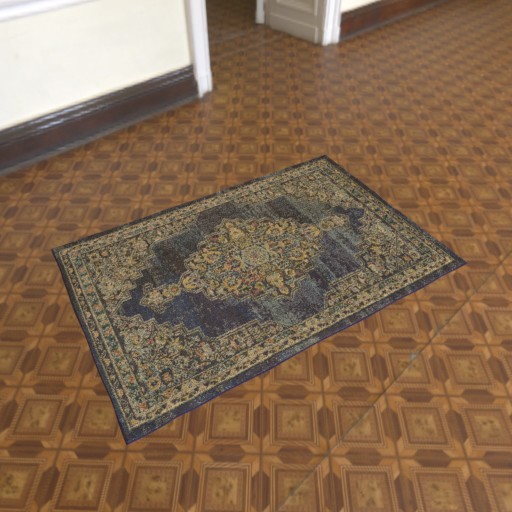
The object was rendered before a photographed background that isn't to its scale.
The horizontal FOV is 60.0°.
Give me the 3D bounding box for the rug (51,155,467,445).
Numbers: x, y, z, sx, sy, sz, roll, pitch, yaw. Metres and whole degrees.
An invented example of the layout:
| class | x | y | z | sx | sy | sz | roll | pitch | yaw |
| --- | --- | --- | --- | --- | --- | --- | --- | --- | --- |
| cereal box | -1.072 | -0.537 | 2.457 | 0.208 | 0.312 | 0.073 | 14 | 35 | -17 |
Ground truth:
| class | x | y | z | sx | sy | sz | roll | pitch | yaw |
| --- | --- | --- | --- | --- | --- | --- | --- | --- | --- |
| rug | 0.000 | 0.000 | 2.261 | 1.781 | 0.012 | 1.184 | -23 | 49 | -21 |
